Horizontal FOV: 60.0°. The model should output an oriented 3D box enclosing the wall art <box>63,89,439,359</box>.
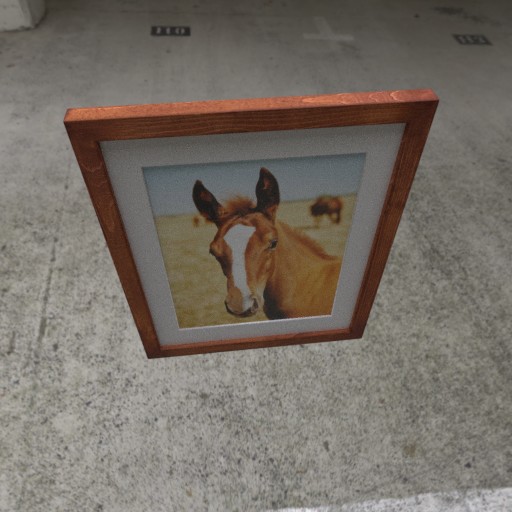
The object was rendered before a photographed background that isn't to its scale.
[{"bbox_3d":[0.000,0.000,0.755,0.462,0.558,0.030,-5,48,-4],"label":"wall art"}]
